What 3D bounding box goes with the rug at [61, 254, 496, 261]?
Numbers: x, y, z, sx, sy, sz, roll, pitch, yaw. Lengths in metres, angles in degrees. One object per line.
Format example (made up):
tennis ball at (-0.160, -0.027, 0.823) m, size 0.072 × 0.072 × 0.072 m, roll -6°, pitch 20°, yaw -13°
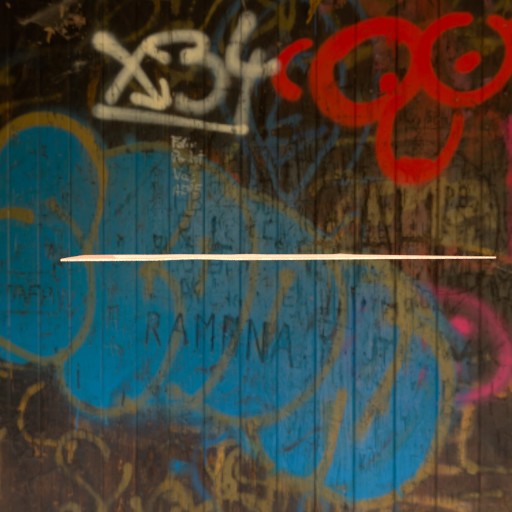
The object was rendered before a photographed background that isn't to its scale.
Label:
rug at (0.000, 0.000, 4.043) m, size 3.057 × 0.021 × 2.431 m, roll 0°, pitch 1°, yaw -18°
